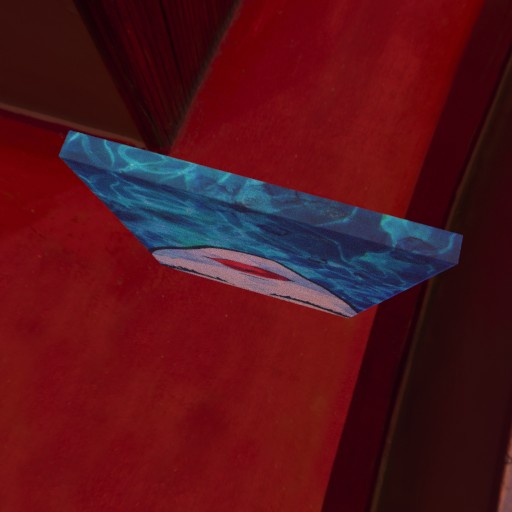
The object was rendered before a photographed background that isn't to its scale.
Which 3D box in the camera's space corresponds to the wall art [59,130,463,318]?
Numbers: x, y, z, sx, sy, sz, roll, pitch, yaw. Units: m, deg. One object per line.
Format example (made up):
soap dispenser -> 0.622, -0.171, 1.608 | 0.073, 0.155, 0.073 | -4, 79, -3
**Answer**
wall art -> 0.000, 0.000, 0.854 | 0.508, 0.635, 0.038 | 16, 77, 4
